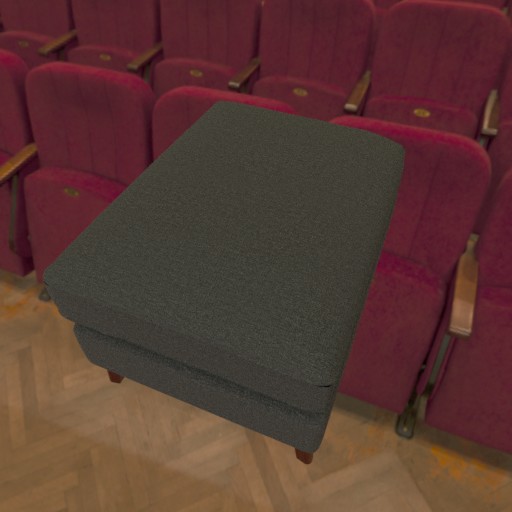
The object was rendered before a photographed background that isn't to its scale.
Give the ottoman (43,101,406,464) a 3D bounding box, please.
[{"bbox_3d":[0.000,0.000,1.222,0.629,0.503,0.835,17,48,15],"label":"ottoman"}]
